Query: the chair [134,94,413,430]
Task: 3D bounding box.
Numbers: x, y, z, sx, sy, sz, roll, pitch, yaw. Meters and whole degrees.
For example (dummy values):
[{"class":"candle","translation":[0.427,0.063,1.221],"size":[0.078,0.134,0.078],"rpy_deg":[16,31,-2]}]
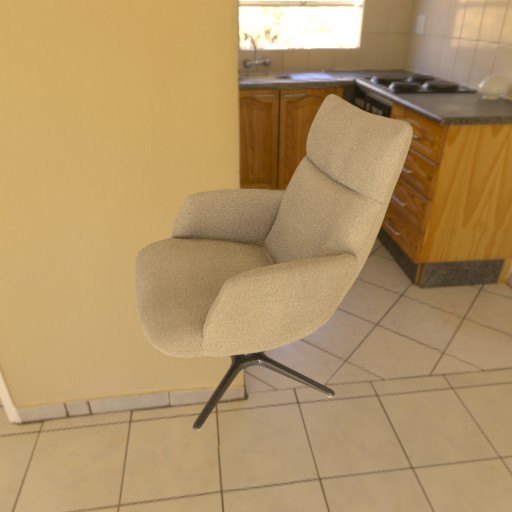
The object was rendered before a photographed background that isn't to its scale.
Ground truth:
[{"class":"chair","translation":[0.000,0.000,1.624],"size":[0.889,1.016,0.711],"rpy_deg":[-9,31,-15]}]
